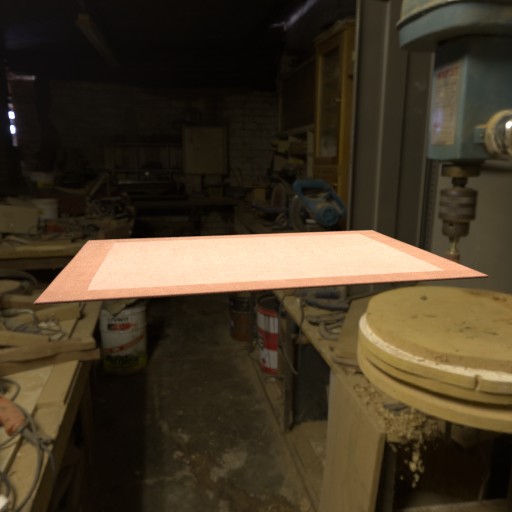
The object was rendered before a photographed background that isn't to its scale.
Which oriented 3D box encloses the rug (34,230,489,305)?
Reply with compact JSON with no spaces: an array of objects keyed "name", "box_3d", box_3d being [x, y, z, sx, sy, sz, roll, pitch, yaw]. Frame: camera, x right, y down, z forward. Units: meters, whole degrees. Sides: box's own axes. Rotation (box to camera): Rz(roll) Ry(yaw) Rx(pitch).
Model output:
[{"name":"rug","box_3d":[0.000,0.000,3.047,2.438,0.014,1.524,-3,14,-11]}]
